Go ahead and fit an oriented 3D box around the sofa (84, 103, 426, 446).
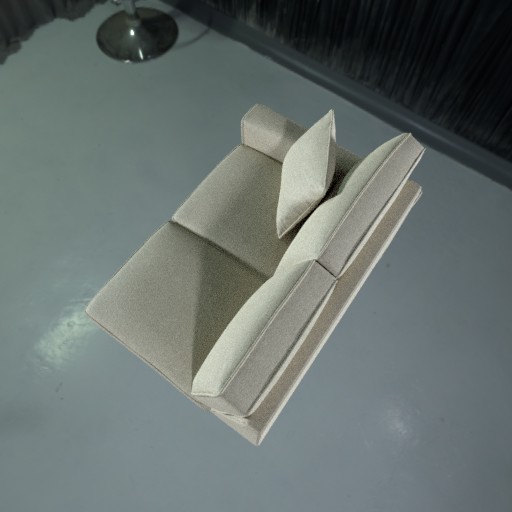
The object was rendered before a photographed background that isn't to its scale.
[{"bbox_3d":[0.000,0.000,2.121,0.991,0.989,1.388,32,68,15],"label":"sofa"}]
